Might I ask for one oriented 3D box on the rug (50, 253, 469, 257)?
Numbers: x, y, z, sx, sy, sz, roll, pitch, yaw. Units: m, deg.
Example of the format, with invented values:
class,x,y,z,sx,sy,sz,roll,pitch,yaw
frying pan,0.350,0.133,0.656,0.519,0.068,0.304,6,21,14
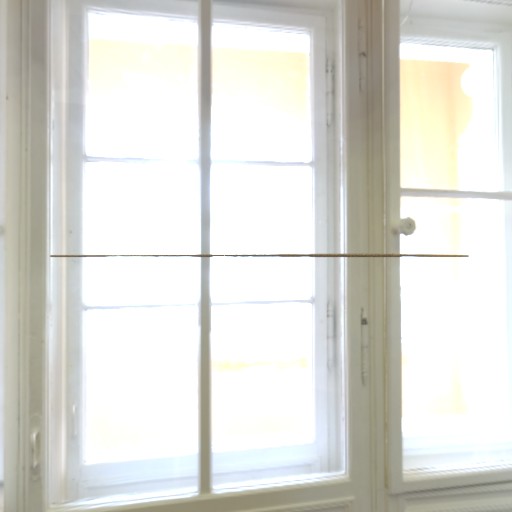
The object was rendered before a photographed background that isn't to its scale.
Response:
class,x,y,z,sx,sy,sz,roll,pitch,yaw
rug,0.000,0.000,2.894,2.294,0.014,1.528,0,0,35
